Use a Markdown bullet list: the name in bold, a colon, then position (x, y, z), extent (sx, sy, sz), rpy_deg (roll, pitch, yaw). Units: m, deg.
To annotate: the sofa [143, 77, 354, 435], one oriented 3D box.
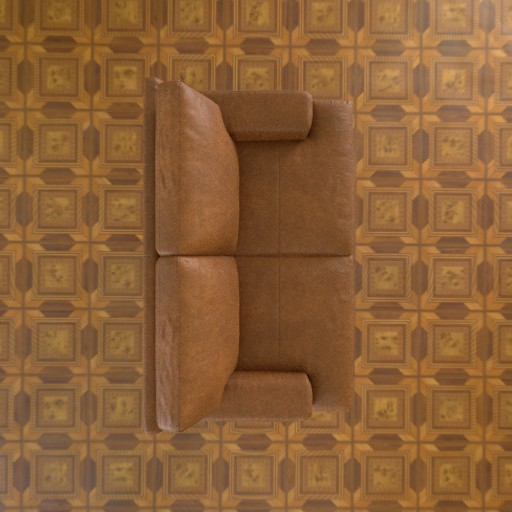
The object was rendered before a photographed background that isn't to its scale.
- **sofa**: position (0.000, 0.000, 2.513), extent (1.144, 0.966, 1.880), rpy_deg (0, 90, 0)
